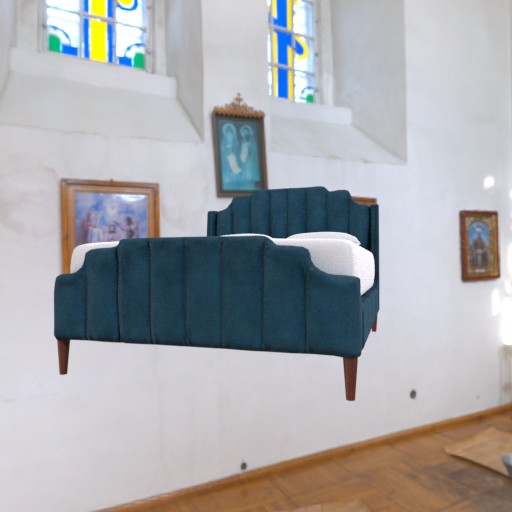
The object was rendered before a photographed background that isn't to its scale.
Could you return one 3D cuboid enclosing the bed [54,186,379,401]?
[{"bbox_3d":[0.000,0.000,3.268,1.676,1.351,2.322,0,-1,18],"label":"bed"}]
